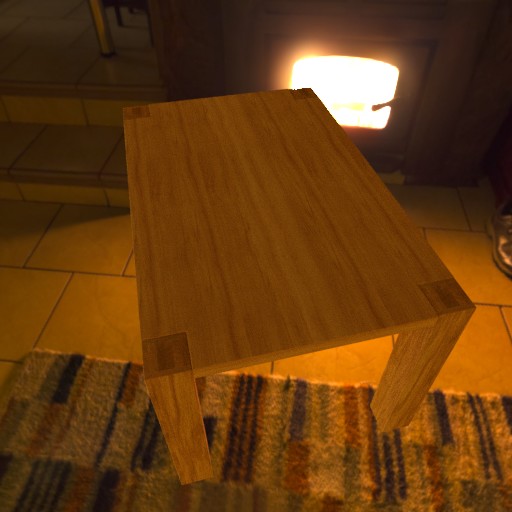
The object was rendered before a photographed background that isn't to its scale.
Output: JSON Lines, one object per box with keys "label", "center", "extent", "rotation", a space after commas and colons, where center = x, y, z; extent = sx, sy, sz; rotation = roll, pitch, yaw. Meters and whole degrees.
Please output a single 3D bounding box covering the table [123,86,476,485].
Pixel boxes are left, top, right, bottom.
{"label": "table", "center": [0.000, 0.000, 1.881], "extent": [0.900, 0.760, 1.400], "rotation": [-10, 46, -10]}
